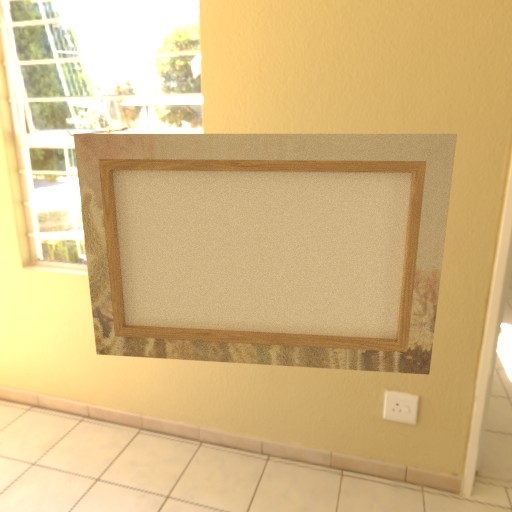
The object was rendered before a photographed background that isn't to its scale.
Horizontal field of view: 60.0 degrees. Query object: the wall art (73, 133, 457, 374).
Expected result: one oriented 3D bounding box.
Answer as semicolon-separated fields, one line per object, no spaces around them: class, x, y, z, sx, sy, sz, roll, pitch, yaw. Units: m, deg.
wall art;0.000;0.000;1.902;1.525;1.012;0.038;2;15;7
